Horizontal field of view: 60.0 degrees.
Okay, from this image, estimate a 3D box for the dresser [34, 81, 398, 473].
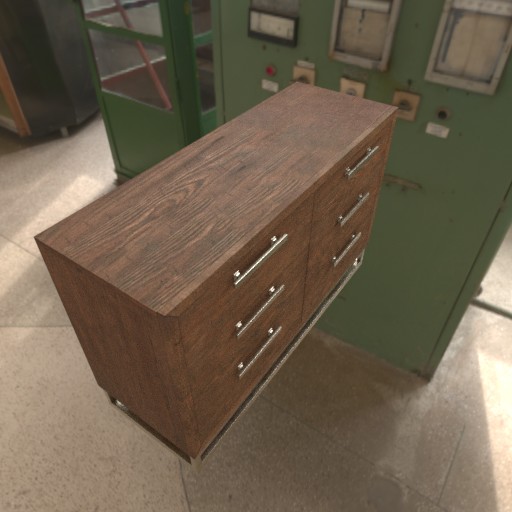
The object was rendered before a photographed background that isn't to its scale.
[{"bbox_3d":[0.000,0.000,2.169,0.623,1.061,1.646,25,48,25],"label":"dresser"}]
